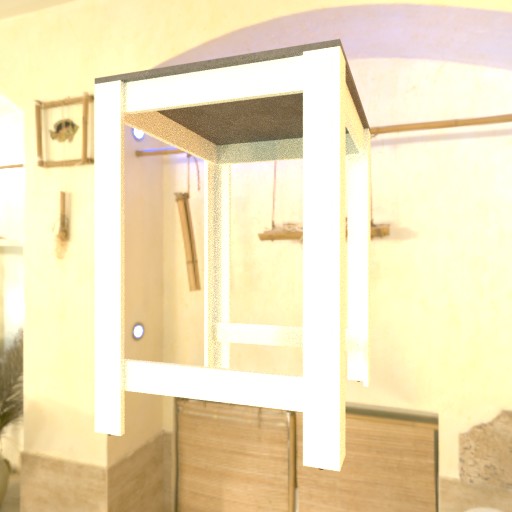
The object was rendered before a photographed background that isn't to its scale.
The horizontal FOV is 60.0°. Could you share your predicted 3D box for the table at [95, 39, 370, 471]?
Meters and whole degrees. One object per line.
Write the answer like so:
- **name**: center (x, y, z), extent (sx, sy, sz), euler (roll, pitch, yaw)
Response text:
- **table**: center (0.000, 0.000, 1.533), extent (0.700, 1.020, 0.800), euler (0, 0, 19)
